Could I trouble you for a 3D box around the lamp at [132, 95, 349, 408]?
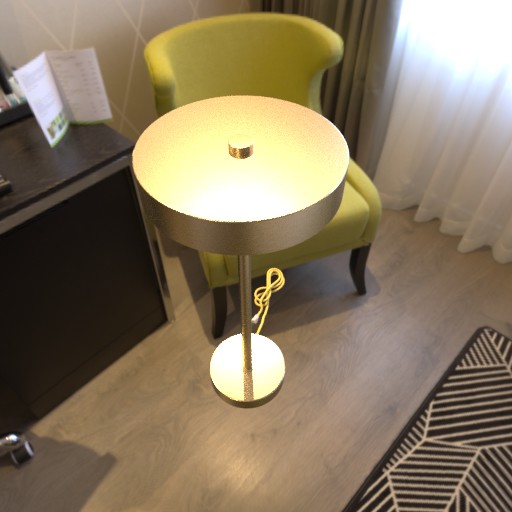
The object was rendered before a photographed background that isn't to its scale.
[{"bbox_3d":[0.000,0.000,0.699,0.229,0.508,0.369,10,48,9],"label":"lamp"}]
